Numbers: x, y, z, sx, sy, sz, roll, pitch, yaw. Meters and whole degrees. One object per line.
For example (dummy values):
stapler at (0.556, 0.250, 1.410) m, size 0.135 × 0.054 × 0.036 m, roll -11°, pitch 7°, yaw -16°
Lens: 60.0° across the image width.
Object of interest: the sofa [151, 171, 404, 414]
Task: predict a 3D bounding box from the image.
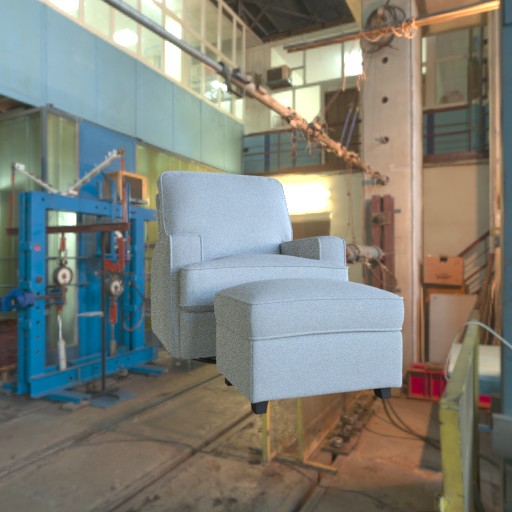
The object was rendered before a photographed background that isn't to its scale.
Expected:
sofa at (0.000, 0.000, 2.060) m, size 0.861 × 0.959 × 1.472 m, roll 0°, pitch 0°, yaw -19°
